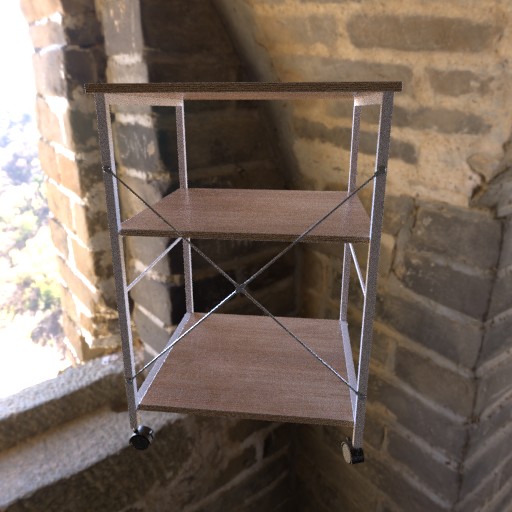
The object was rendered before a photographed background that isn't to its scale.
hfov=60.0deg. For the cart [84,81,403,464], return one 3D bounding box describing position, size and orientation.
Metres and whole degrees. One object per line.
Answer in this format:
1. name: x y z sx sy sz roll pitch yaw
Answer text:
1. cart: 0.000 0.000 1.081 0.521 0.762 0.520 2 18 6
